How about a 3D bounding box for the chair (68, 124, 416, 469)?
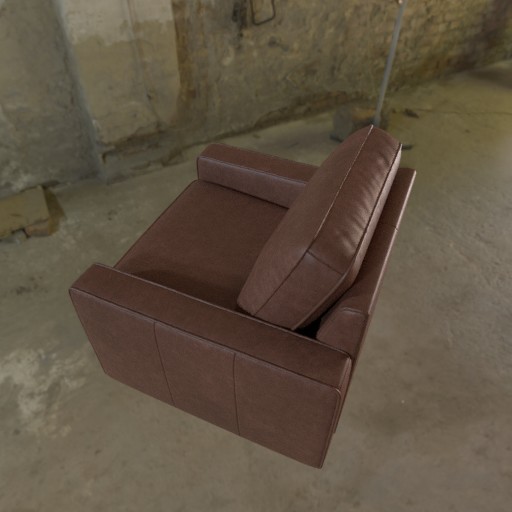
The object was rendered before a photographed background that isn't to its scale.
[{"bbox_3d":[0.000,0.000,1.692,0.940,0.919,1.017,17,47,17],"label":"chair"}]
